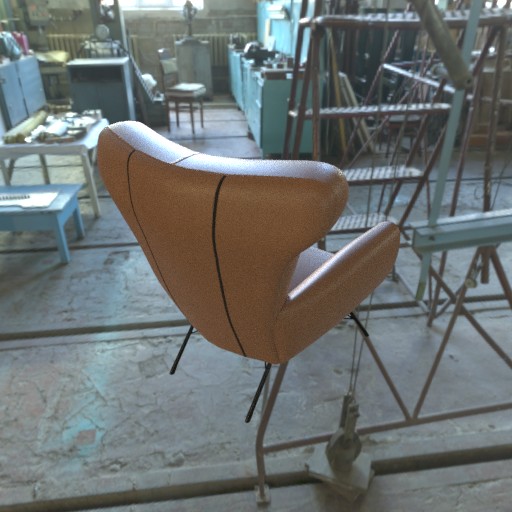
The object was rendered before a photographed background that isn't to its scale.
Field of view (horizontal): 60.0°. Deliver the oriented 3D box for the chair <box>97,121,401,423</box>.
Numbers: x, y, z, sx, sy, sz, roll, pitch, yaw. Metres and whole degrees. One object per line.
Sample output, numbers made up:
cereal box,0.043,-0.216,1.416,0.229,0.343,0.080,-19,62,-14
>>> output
chair,0.000,0.000,1.802,0.980,1.050,0.900,21,36,32
